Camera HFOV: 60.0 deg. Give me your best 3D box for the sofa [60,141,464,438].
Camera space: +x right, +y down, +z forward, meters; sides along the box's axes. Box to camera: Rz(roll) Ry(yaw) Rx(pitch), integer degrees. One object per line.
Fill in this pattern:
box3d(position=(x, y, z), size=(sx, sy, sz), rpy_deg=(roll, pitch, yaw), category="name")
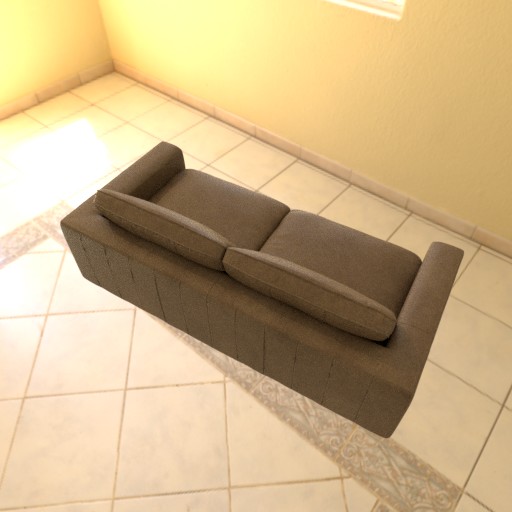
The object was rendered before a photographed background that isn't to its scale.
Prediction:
box3d(position=(0.000, 0.000, 2.799), size=(2.262, 0.801, 1.070), rpy_deg=(23, 52, 20), category="sofa")
